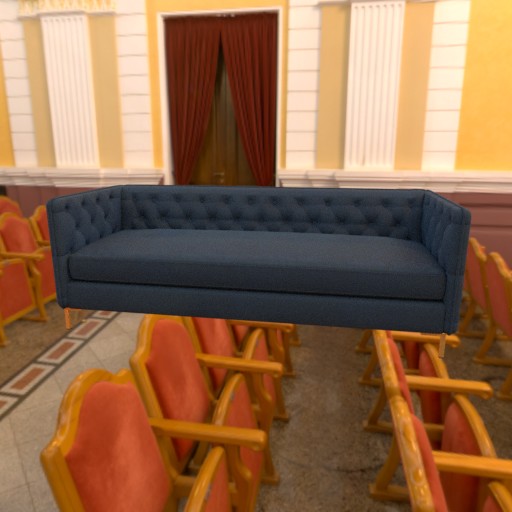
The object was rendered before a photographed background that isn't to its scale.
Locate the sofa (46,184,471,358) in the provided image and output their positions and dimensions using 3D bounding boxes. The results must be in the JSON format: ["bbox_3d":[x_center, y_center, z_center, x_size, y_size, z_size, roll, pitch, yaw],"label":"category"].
[{"bbox_3d":[0.000,0.000,2.707,2.209,0.771,0.895,3,15,10],"label":"sofa"}]
